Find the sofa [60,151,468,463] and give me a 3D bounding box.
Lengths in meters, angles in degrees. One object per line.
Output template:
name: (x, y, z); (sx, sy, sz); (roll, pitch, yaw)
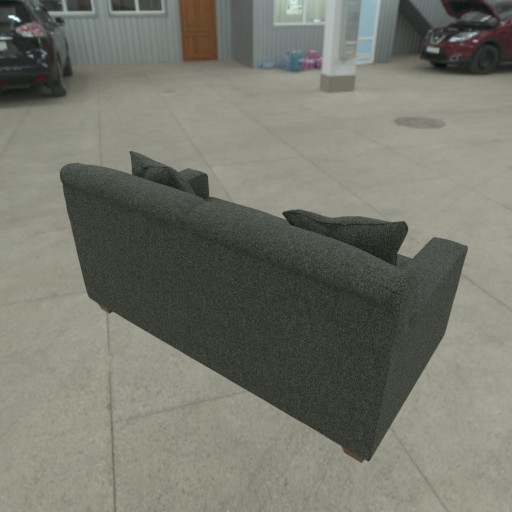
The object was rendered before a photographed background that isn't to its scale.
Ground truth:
sofa: (0.000, 0.000, 2.337); (1.846, 0.958, 0.998); (21, 36, 32)
